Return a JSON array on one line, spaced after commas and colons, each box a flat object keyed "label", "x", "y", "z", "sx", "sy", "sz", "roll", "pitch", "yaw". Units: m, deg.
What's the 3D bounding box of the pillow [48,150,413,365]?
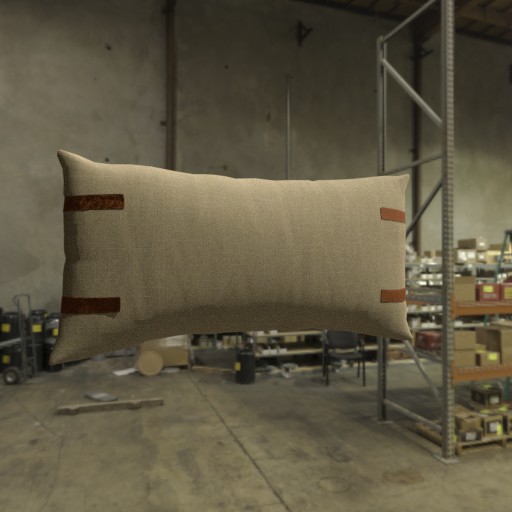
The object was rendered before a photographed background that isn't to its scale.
[{"label": "pillow", "x": 0.000, "y": 0.000, "z": 0.720, "sx": 0.612, "sy": 0.308, "sz": 0.148, "roll": 0, "pitch": -1, "yaw": -19}]
